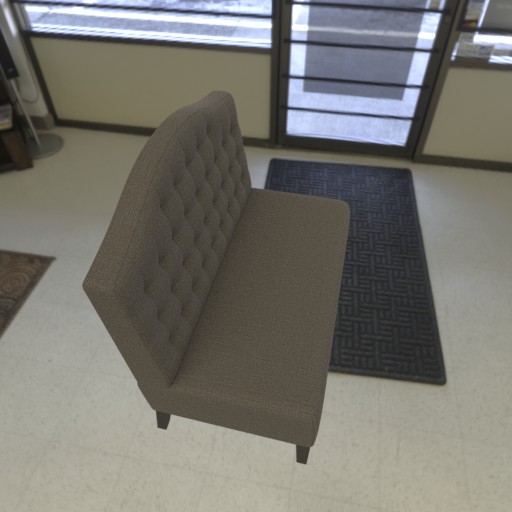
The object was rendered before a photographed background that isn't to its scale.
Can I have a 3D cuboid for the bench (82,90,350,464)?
[{"bbox_3d":[0.000,0.000,2.044,0.815,1.180,1.335,10,47,9],"label":"bench"}]
